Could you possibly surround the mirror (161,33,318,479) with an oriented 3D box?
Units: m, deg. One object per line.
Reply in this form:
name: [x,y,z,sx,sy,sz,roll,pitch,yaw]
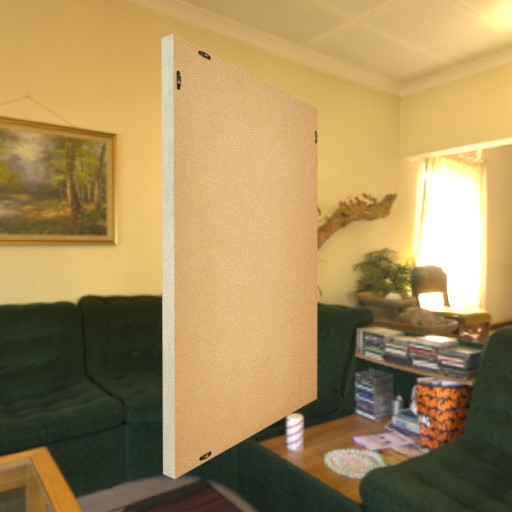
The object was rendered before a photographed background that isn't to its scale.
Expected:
mirror: [0.000,0.000,1.163,0.041,0.915,0.609,1,1,36]
